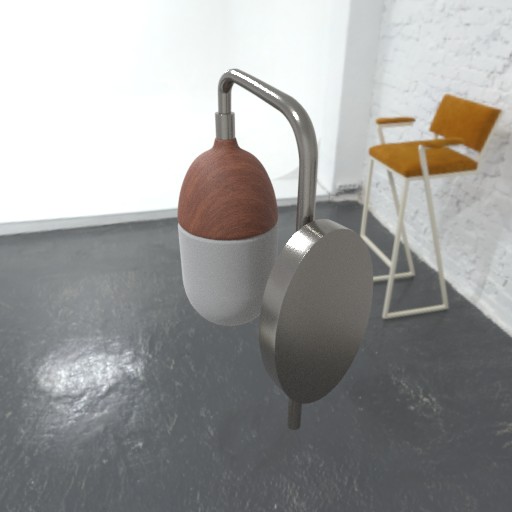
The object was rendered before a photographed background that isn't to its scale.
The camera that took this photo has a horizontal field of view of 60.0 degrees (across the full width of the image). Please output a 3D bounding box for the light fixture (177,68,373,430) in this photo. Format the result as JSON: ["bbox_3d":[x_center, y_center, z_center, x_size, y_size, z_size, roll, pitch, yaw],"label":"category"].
[{"bbox_3d":[0.000,0.000,0.445,0.108,0.343,0.216,-17,33,-29],"label":"light fixture"}]
